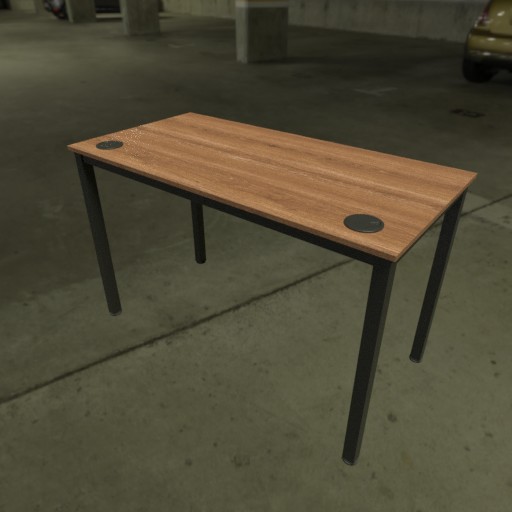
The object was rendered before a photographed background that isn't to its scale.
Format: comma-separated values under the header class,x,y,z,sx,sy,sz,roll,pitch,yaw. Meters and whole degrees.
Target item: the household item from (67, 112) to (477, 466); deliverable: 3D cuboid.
class,x,y,z,sx,sy,sz,roll,pitch,yaw
household item,0.000,0.000,1.622,1.200,0.750,0.600,22,38,32
